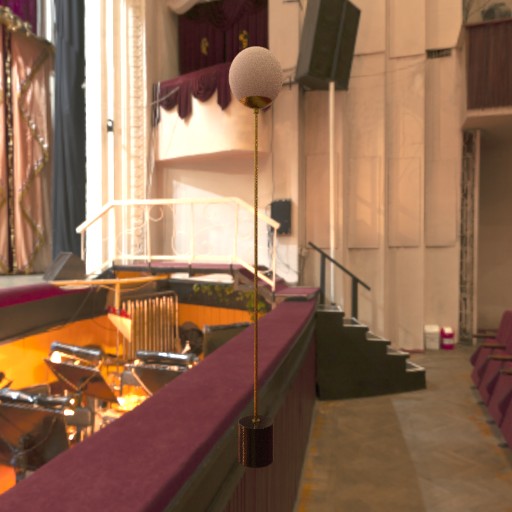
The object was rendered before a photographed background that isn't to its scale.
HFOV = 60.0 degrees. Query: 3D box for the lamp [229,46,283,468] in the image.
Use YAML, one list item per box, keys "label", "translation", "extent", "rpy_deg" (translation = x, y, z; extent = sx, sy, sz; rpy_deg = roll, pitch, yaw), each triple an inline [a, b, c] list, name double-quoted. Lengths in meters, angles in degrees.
- label: "lamp"
  translation: [0.000, 0.000, 1.888]
  extent: [0.229, 1.748, 0.229]
  rpy_deg: [0, 1, 18]
